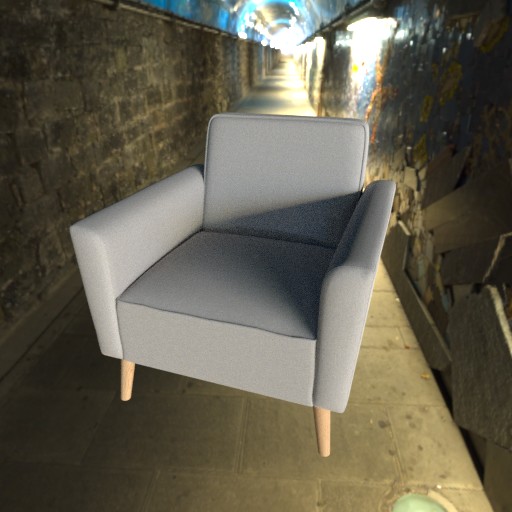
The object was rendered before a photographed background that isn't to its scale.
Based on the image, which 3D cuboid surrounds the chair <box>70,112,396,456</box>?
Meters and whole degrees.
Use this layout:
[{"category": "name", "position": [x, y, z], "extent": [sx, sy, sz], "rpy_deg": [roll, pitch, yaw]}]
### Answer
[{"category": "chair", "position": [0.000, 0.000, 1.412], "extent": [0.780, 0.780, 0.750], "rpy_deg": [8, 26, 17]}]
